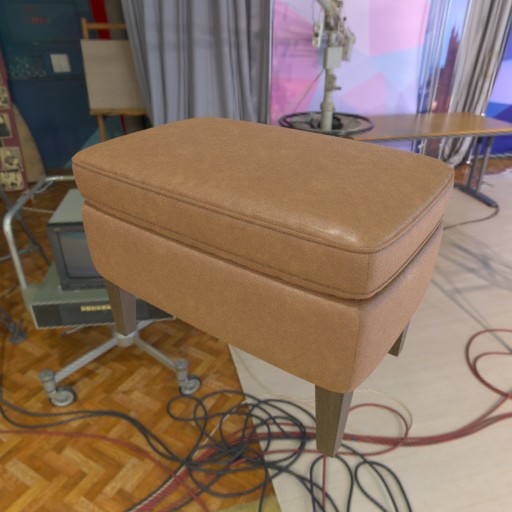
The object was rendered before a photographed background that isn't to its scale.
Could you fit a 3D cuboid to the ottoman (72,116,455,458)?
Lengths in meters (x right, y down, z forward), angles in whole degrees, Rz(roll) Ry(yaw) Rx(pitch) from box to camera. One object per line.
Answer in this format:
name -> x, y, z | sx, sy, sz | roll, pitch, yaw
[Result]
ottoman -> 0.000, 0.000, 0.950 | 0.670, 0.480, 0.420 | 20, 36, 30
